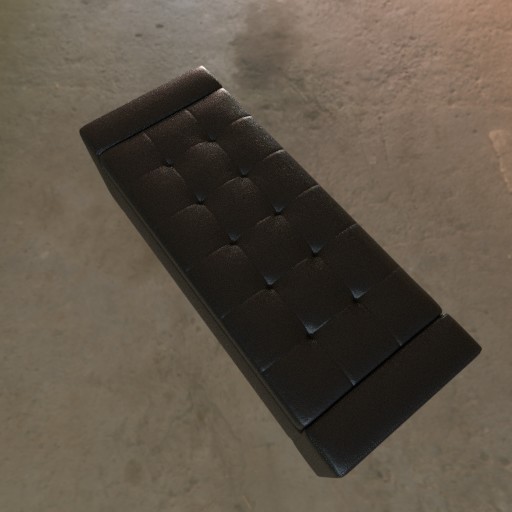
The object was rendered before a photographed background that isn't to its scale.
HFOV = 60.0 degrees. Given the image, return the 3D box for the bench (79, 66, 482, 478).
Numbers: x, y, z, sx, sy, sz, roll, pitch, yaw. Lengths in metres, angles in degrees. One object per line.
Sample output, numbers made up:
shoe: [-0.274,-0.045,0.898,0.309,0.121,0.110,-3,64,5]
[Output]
bench: [0.000,0.000,1.480,0.508,0.445,1.296,-34,69,-15]
